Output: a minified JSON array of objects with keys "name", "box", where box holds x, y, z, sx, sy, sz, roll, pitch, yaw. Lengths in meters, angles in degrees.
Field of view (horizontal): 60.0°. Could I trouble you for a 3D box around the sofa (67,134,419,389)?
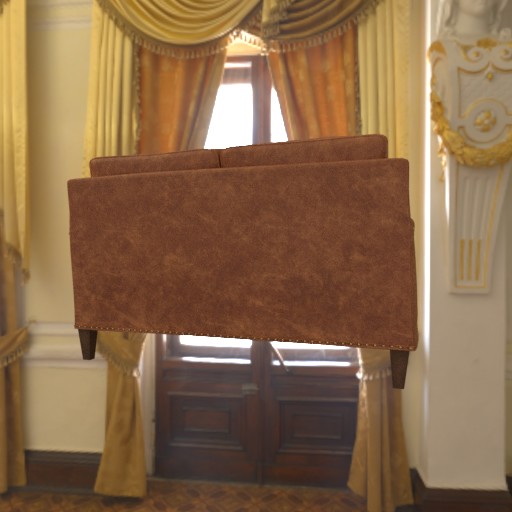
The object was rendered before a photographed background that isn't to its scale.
[{"name":"sofa","box":[0.000,0.000,2.318,1.597,1.003,1.084,0,0,18]}]
